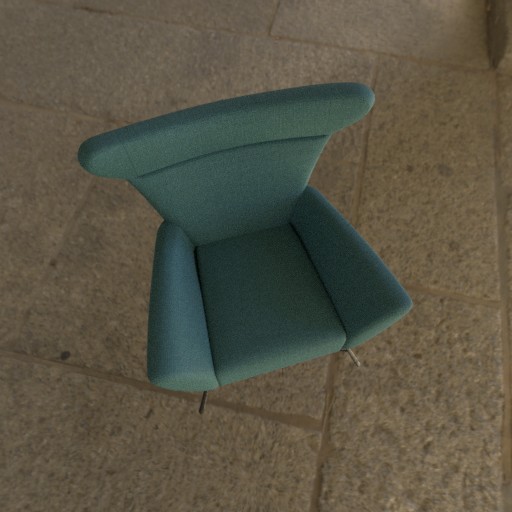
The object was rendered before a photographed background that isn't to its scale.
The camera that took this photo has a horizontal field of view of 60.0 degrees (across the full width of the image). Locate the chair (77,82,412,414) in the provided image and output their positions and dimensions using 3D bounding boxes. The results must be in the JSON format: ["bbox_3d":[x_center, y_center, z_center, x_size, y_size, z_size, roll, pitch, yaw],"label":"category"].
[{"bbox_3d":[0.000,0.000,1.777,1.050,0.980,0.900,-15,64,-7],"label":"chair"}]
